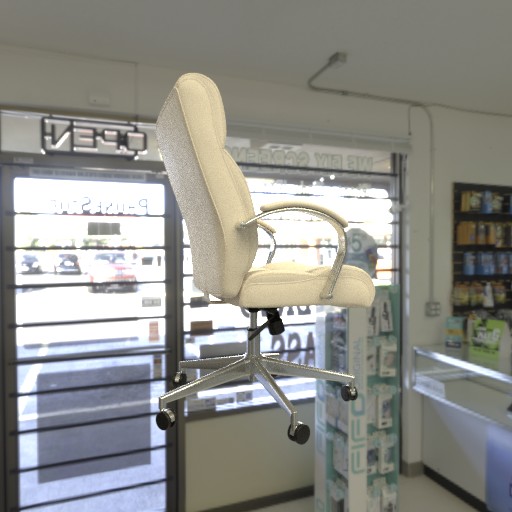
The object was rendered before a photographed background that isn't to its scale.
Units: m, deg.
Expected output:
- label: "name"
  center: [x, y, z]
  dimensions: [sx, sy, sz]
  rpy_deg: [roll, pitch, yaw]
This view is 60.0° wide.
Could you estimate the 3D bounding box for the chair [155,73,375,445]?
- label: "chair"
  center: [0.000, 0.000, 1.621]
  dimensions: [0.745, 1.099, 0.727]
  rpy_deg: [0, 1, -19]
